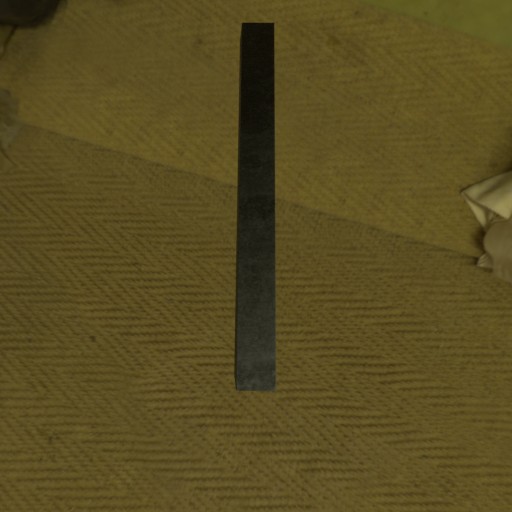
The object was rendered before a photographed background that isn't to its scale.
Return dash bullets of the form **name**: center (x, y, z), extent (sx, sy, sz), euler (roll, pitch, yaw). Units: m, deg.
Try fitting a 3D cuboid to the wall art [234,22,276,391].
- **wall art**: center (0.000, 0.000, 0.577), extent (0.031, 0.457, 0.313), euler (0, 76, 0)
